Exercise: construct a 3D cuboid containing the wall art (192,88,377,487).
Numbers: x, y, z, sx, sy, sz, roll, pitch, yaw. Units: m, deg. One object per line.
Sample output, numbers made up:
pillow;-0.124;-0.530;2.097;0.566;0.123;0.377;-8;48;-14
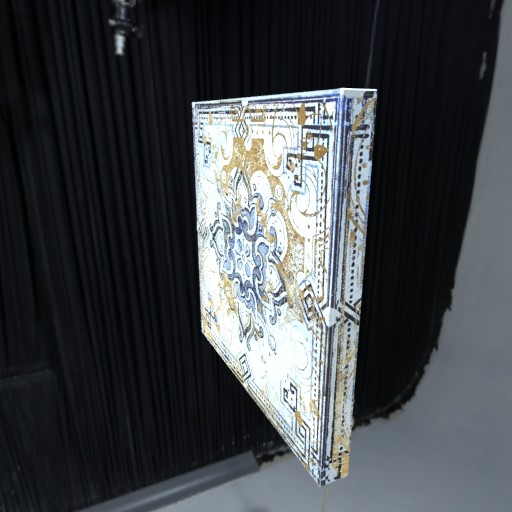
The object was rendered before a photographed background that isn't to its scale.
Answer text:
wall art;0.000;0.000;0.610;0.038;0.410;0.411;-8;19;-24
